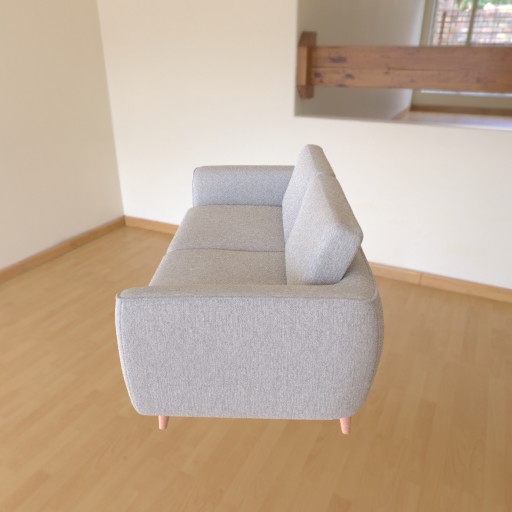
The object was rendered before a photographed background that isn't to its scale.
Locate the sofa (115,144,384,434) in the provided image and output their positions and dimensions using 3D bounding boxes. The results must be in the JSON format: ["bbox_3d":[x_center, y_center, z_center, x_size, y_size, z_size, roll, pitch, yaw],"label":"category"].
[{"bbox_3d":[0.000,0.000,2.190,0.920,0.850,1.700,1,25,2],"label":"sofa"}]
